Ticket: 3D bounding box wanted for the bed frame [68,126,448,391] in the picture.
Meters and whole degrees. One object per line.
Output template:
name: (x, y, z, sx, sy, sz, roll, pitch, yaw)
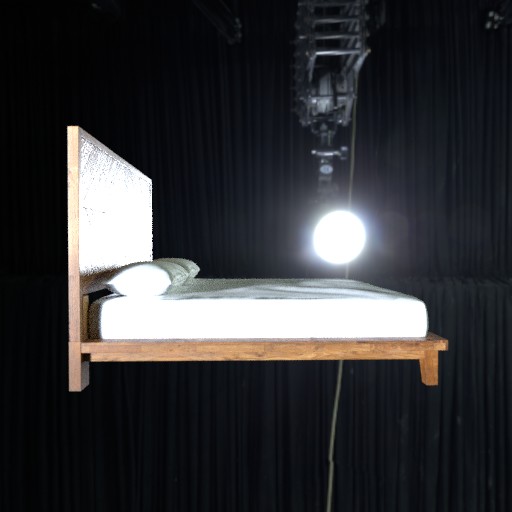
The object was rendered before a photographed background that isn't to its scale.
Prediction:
bed frame: (0.000, 0.000, 3.618, 2.235, 1.537, 2.038, 0, 1, -2)
